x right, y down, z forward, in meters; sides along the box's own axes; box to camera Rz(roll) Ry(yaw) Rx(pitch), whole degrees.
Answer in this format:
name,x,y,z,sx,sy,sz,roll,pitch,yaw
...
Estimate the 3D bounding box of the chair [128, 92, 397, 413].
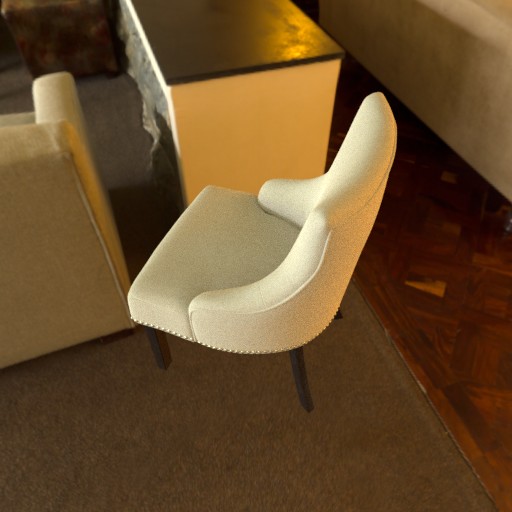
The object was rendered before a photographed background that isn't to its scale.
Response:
name,x,y,z,sx,sy,sz,roll,pitch,yaw
chair,0.000,0.000,1.343,0.629,0.909,0.566,17,50,14
